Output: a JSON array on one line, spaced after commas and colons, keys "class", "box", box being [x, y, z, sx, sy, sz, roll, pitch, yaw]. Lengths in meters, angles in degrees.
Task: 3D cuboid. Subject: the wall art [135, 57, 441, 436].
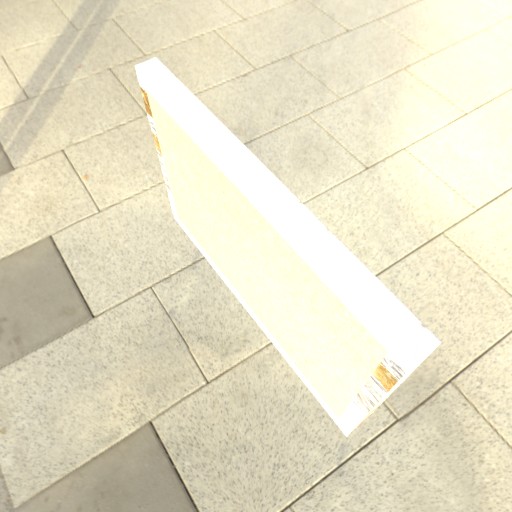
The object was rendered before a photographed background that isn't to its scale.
[{"class": "wall art", "box": [0.000, 0.000, 0.760, 0.041, 0.407, 0.606, -32, 63, -18]}]
